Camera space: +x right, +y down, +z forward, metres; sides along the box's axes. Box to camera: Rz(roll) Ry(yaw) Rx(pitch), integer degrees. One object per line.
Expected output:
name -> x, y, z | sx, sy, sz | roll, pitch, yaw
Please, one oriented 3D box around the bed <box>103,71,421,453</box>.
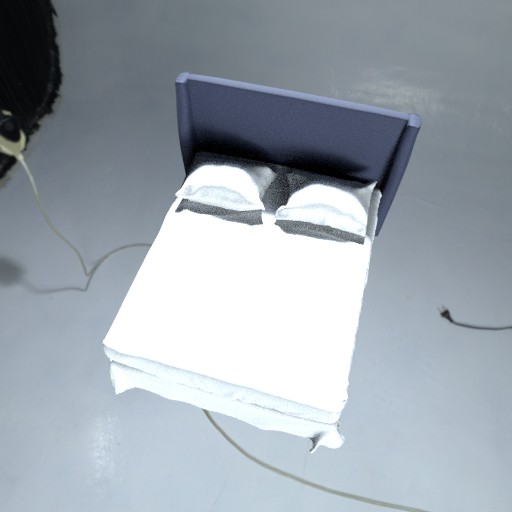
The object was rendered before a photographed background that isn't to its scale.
bed -> 0.000, 0.000, 3.377 | 1.925, 1.332, 2.276 | 14, 59, 8
